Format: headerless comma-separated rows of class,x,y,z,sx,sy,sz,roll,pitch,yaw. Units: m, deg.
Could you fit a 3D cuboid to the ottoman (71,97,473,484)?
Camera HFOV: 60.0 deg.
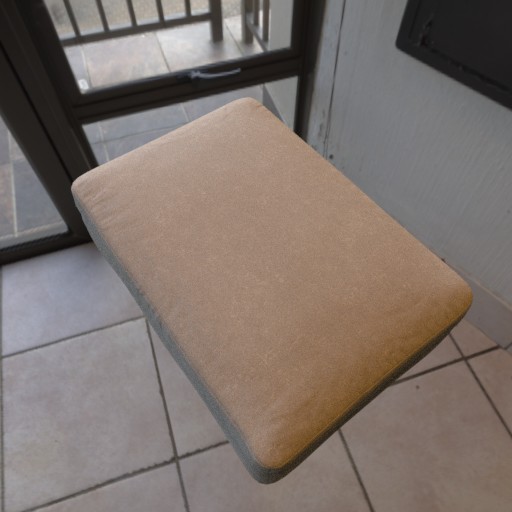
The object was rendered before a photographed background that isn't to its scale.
ottoman,0.000,0.000,1.557,0.840,0.429,1.199,-32,63,-19
